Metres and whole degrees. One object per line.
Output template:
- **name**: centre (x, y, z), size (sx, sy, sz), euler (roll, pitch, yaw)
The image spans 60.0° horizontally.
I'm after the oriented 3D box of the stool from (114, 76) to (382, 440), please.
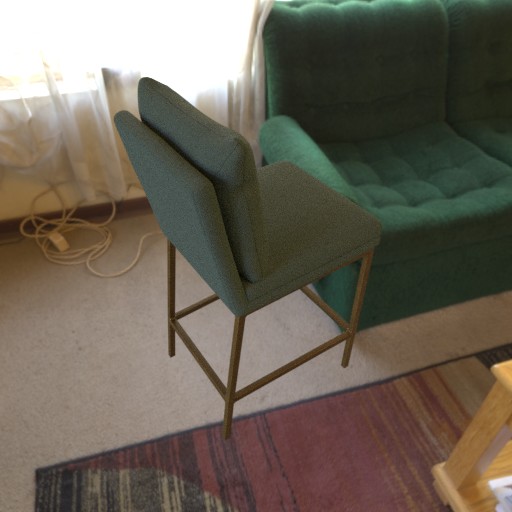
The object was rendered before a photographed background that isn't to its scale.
- **stool**: centre (0.000, 0.000, 1.357), size (0.568, 1.032, 0.463), euler (-24, 46, -26)
